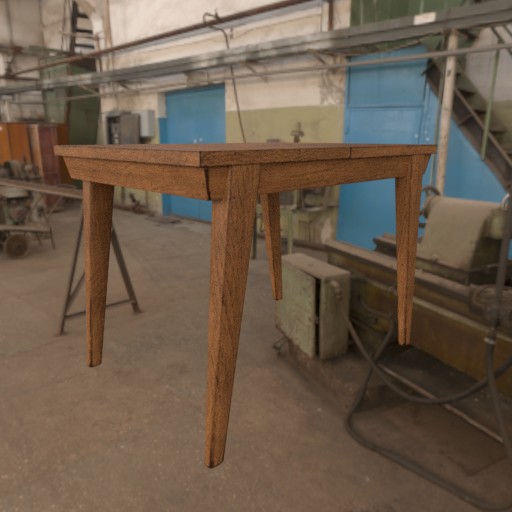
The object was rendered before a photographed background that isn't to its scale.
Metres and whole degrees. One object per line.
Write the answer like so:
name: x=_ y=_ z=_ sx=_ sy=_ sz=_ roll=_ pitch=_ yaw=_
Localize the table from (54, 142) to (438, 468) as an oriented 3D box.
table: x=0.000 y=0.000 z=1.563 sx=1.027 sy=0.760 sz=0.757 roll=-14 pitch=21 yaw=-42
